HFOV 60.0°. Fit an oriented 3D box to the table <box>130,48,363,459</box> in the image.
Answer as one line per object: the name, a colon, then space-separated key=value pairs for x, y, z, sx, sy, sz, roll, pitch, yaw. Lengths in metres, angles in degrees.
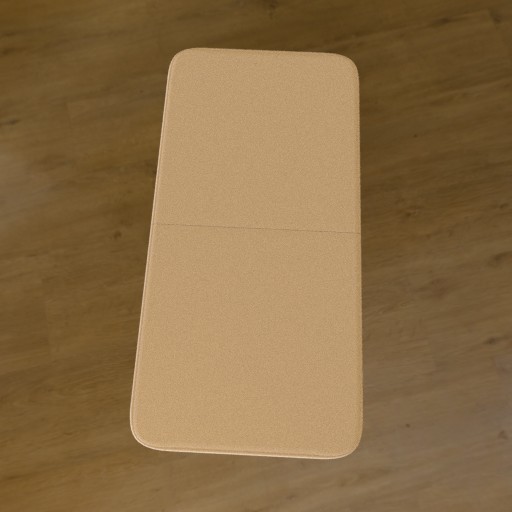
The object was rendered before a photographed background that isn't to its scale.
table: x=0.000 y=0.000 z=1.645 sx=0.611 sy=0.737 sz=1.245 roll=3 pitch=75 yaw=1
